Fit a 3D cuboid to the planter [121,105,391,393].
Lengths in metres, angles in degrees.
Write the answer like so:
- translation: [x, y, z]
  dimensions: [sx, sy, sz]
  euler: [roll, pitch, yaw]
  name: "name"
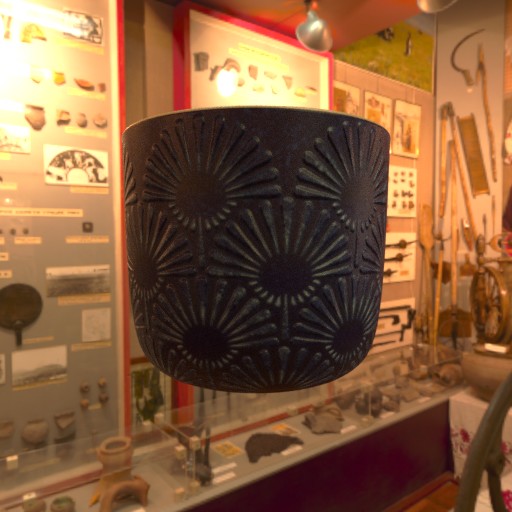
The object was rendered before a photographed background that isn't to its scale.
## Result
- translation: [0.000, 0.000, 0.215]
  dimensions: [0.124, 0.109, 0.124]
  euler: [0, 2, 0]
  name: "planter"
